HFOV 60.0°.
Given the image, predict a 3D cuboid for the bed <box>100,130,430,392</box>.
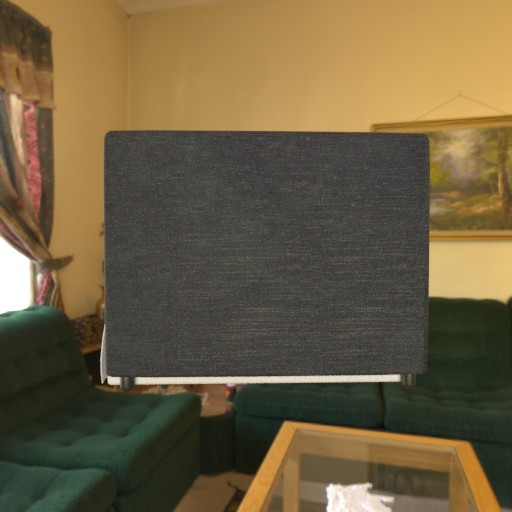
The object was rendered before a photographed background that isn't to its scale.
[{"bbox_3d":[0.000,0.000,3.284,1.723,1.330,2.142,0,2,-2],"label":"bed"}]
